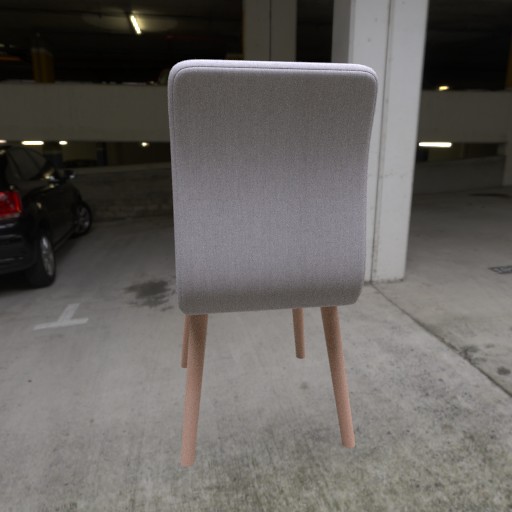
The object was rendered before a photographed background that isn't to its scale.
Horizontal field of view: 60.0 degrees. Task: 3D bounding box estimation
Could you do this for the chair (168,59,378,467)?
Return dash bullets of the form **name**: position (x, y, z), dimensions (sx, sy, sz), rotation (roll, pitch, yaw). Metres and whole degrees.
- **chair**: position (0.000, 0.000, 1.183), dimensions (0.435, 0.885, 0.550), rotation (-2, 15, -9)
